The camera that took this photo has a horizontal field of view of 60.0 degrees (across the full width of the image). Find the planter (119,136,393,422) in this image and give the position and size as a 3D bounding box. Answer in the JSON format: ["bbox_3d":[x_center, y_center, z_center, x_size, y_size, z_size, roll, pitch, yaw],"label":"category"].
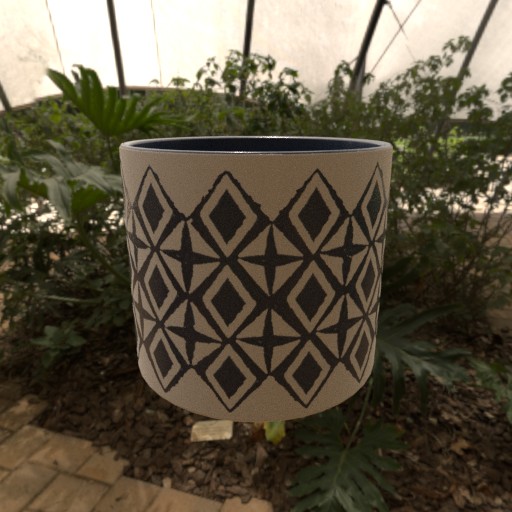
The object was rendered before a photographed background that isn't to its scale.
[{"bbox_3d":[0.000,0.000,0.406,0.224,0.203,0.224,0,18,0],"label":"planter"}]
